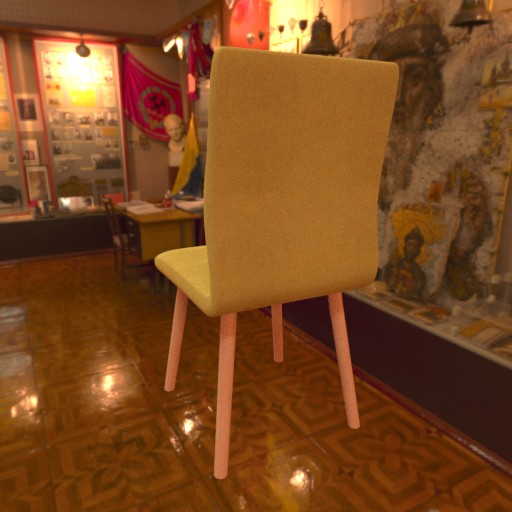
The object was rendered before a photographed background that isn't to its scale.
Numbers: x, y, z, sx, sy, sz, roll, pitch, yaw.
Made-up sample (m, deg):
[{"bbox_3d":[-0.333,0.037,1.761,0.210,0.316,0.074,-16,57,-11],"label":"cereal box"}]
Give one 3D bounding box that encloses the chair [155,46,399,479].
[{"bbox_3d":[0.000,0.000,1.244,0.450,0.965,0.550,-8,17,-26],"label":"chair"}]
